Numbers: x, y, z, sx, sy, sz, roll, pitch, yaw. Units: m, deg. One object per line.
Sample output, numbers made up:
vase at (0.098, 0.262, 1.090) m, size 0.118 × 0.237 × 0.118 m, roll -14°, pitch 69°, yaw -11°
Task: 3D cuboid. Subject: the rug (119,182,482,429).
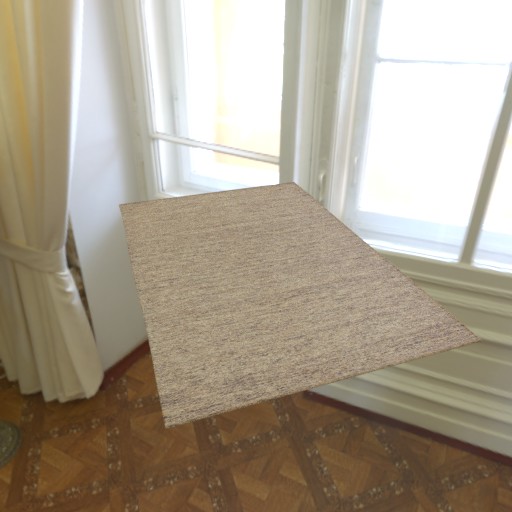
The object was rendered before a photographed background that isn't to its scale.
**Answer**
rug at (0.000, 0.000, 2.872) m, size 1.547 × 0.013 × 2.283 m, roll -10°, pitch 32°, yaw -17°
